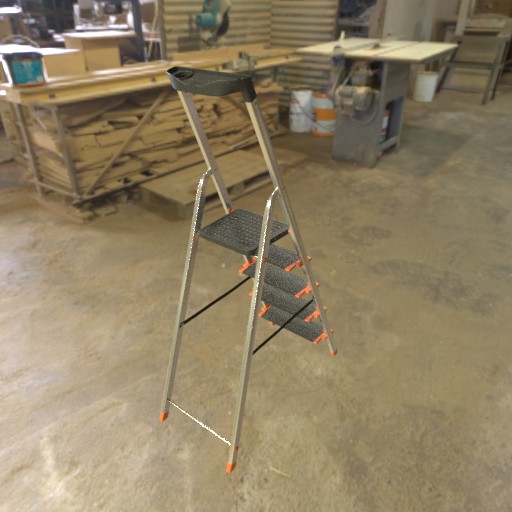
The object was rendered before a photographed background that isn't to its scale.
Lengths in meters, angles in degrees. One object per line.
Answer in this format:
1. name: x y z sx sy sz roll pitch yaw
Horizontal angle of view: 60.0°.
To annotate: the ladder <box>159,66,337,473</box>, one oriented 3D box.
1. ladder: 0.000 0.000 2.041 0.480 1.646 0.995 22 37 32
